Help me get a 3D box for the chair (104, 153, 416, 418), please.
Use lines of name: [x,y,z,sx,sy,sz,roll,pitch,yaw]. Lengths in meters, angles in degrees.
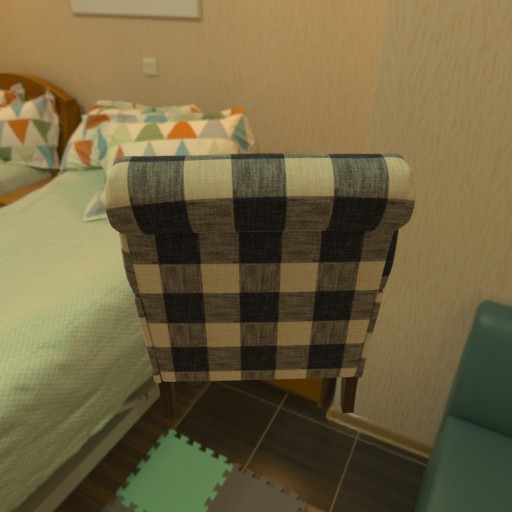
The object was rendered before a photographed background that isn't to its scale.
chair: [0.000,0.000,1.602,0.781,0.953,0.848,-1,31,-2]
